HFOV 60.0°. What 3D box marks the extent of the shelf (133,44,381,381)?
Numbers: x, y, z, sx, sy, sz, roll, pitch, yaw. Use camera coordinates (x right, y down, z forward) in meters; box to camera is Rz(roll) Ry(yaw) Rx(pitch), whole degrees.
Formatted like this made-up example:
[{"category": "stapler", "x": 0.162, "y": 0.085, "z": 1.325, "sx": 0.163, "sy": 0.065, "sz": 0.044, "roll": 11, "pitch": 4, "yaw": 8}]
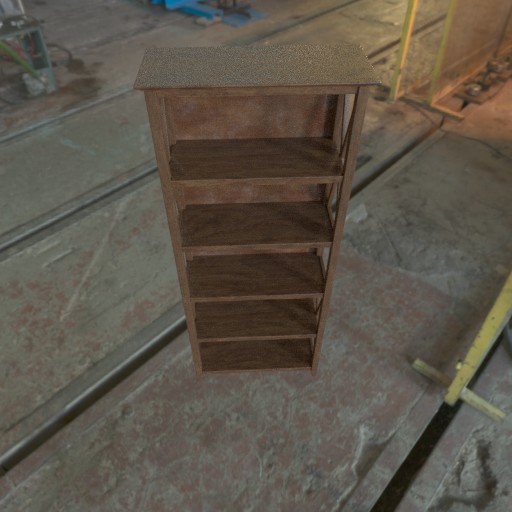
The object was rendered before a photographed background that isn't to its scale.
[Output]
[{"category": "shelf", "x": 0.000, "y": 0.000, "z": 2.225, "sx": 0.805, "sy": 1.905, "sz": 0.335, "roll": -2, "pitch": 45, "yaw": -2}]
